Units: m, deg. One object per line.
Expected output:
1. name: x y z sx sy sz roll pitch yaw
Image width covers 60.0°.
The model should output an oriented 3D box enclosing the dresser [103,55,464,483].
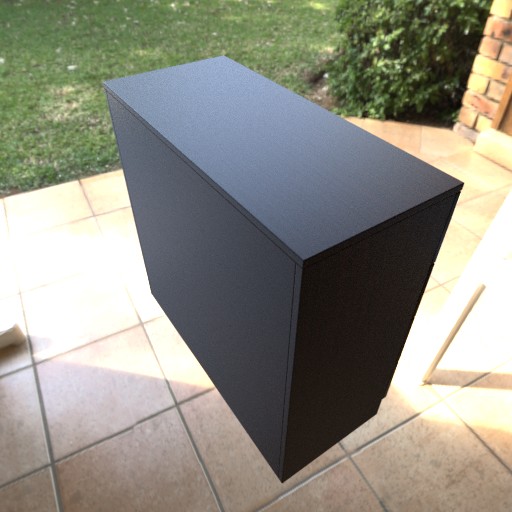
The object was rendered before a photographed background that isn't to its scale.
1. dresser: 0.000 0.000 1.121 0.360 0.720 0.750 -24 47 -25
